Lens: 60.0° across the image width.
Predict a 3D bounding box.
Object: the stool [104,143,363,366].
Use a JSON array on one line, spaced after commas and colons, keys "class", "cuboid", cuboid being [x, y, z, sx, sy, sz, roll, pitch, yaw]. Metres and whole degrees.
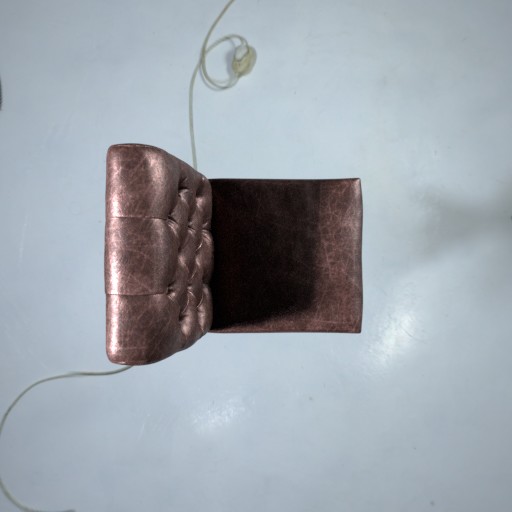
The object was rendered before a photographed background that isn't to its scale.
[{"class": "stool", "cuboid": [0.000, 0.000, 1.487, 0.659, 1.168, 0.483, 0, 90, -1]}]
